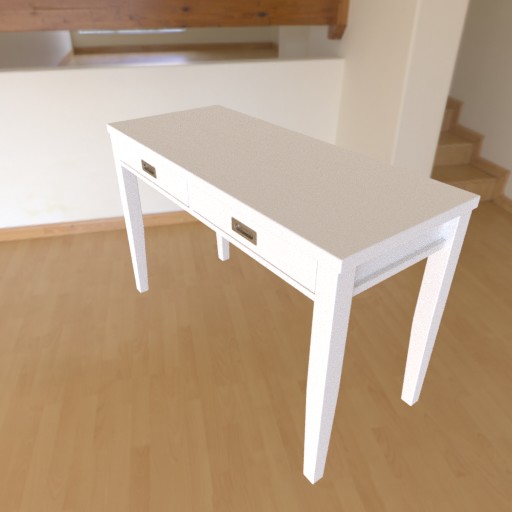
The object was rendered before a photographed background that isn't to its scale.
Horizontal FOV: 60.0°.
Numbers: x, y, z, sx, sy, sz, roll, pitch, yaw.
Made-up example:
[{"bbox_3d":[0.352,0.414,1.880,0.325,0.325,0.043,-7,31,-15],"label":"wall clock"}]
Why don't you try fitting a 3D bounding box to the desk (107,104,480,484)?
[{"bbox_3d":[0.000,0.000,1.609,0.508,0.775,1.220,-22,38,-31],"label":"desk"}]
